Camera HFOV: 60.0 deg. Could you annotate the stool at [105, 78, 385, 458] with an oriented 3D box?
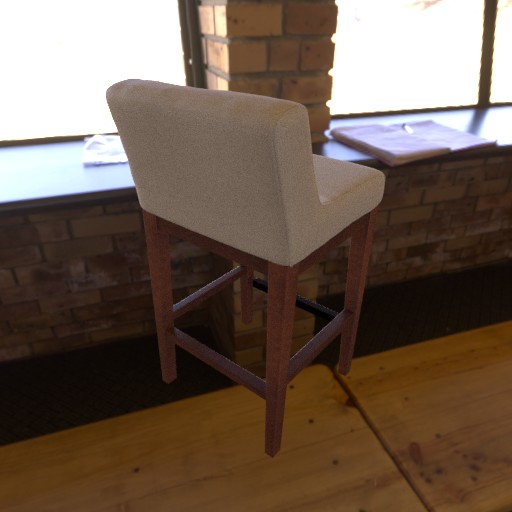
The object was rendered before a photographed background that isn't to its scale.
[{"bbox_3d":[0.000,0.000,1.243,0.511,0.937,0.500,22,36,34],"label":"stool"}]
